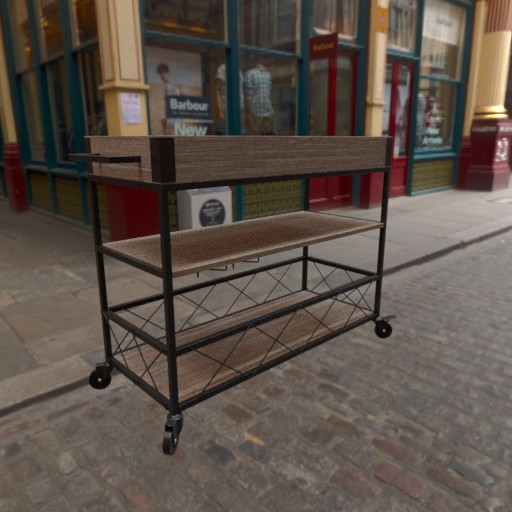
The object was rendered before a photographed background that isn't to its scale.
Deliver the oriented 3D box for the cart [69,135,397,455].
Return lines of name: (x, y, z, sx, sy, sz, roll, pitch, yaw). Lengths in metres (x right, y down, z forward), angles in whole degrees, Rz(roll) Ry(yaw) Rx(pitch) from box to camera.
cart: (0.000, 0.000, 1.513, 1.101, 0.787, 0.500, -13, 20, -41)
